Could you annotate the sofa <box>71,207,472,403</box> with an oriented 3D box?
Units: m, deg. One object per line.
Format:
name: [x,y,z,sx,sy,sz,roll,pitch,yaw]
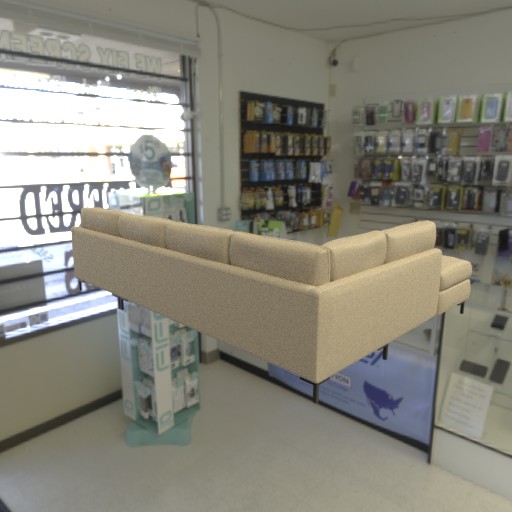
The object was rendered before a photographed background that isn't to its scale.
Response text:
sofa: [0.000,0.000,3.598,1.879,0.756,2.737,-12,18,-44]
